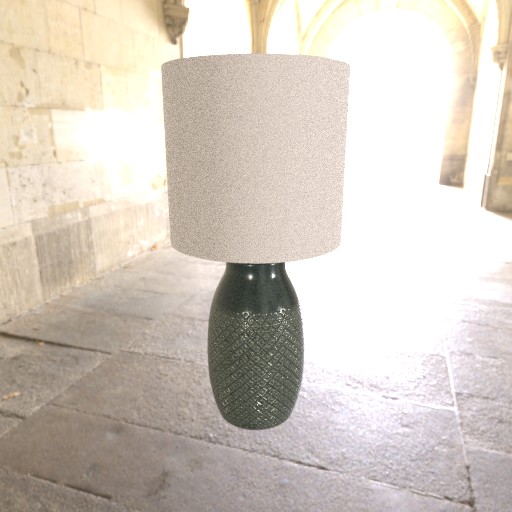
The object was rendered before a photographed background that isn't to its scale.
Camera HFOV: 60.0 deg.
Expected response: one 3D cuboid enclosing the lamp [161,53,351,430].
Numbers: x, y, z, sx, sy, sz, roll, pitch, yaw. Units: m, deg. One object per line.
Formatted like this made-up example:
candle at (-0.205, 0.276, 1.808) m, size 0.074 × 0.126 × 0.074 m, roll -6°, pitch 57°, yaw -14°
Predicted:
lamp at (0.000, 0.000, 0.577) m, size 0.217 × 0.453 × 0.217 m, roll -8°, pitch 18°, yaw -26°
